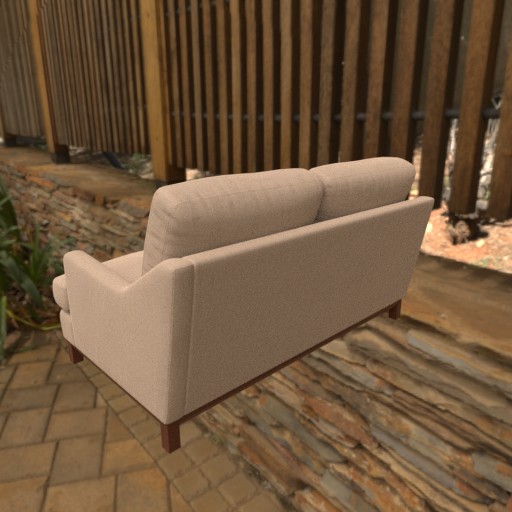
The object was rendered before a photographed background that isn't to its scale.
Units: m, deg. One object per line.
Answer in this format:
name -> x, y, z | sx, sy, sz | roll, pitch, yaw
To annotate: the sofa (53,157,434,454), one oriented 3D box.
sofa -> 0.000, 0.000, 2.156 | 1.619, 0.910, 1.004 | -16, 24, -41
